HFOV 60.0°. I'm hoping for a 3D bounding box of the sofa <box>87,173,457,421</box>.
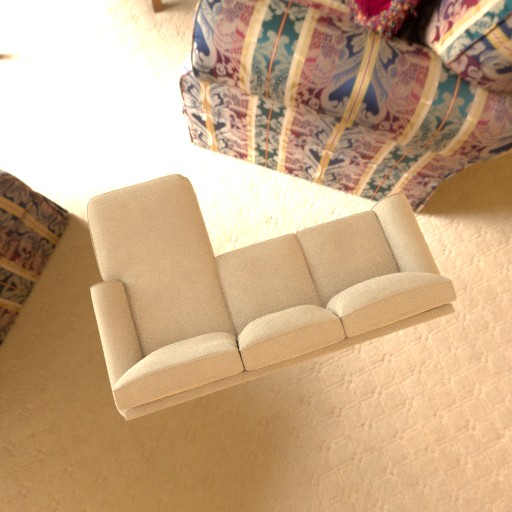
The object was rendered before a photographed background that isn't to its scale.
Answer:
[{"bbox_3d":[0.000,0.000,2.420,1.770,0.734,1.226,-17,76,-5],"label":"sofa"}]
